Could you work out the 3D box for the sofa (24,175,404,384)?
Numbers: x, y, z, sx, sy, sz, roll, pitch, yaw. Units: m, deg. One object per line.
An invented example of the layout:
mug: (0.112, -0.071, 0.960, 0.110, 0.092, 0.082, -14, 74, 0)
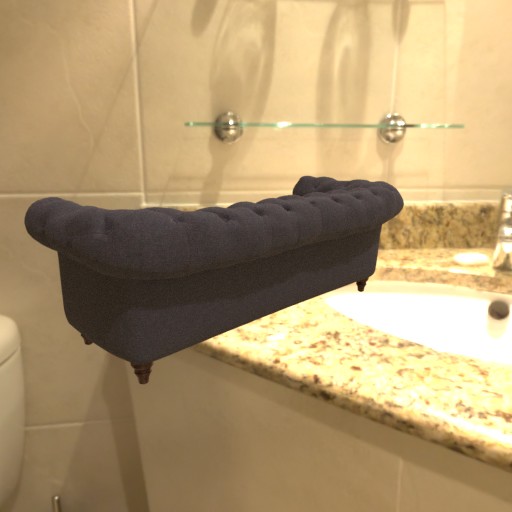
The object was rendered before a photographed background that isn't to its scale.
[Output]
sofa: (0.000, 0.000, 2.740, 2.335, 0.836, 1.046, -14, 20, -43)
